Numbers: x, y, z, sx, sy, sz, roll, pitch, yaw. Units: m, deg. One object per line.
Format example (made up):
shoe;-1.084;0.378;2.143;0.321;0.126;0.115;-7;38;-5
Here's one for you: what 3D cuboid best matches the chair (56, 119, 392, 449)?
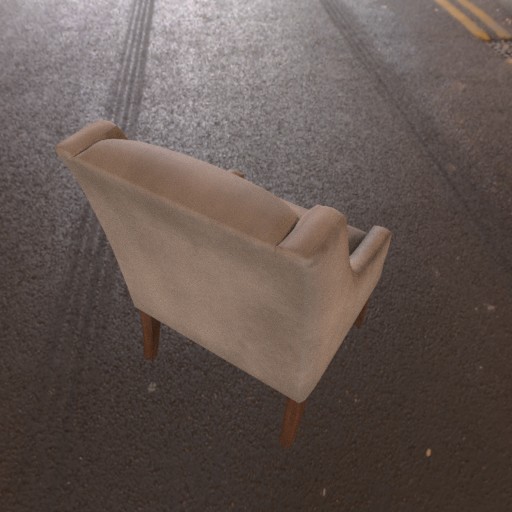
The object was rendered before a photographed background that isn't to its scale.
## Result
chair;0.000;0.000;1.302;0.629;0.895;0.629;25;51;22
